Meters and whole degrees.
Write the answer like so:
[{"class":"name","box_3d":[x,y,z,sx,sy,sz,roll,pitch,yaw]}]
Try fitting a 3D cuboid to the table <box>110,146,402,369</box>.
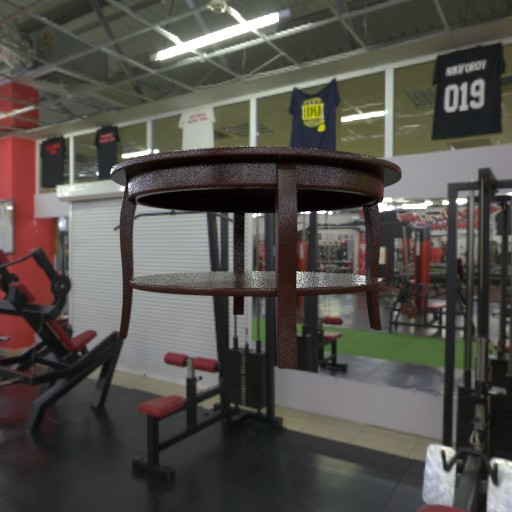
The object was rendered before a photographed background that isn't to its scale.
[{"class":"table","box_3d":[0.000,0.000,1.461,0.911,0.512,0.911,0,1,0]}]
